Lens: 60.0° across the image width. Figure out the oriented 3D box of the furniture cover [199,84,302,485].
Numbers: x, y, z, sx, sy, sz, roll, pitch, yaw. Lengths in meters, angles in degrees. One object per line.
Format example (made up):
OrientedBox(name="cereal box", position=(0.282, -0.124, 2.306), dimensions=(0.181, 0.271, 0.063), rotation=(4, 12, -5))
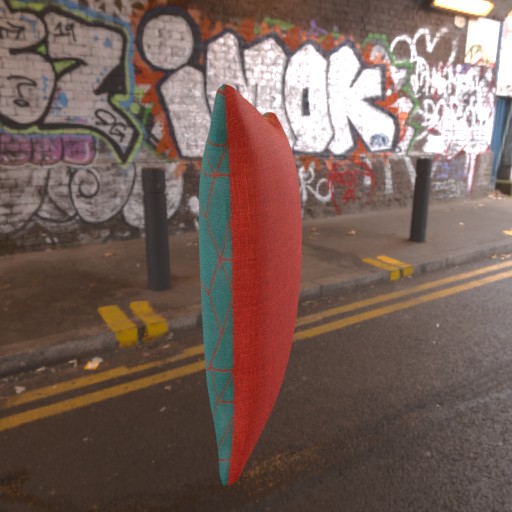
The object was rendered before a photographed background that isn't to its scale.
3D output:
OrientedBox(name="furniture cover", position=(0.000, 0.000, 0.771), dimensions=(0.158, 0.508, 0.517), rotation=(2, 15, 7))
